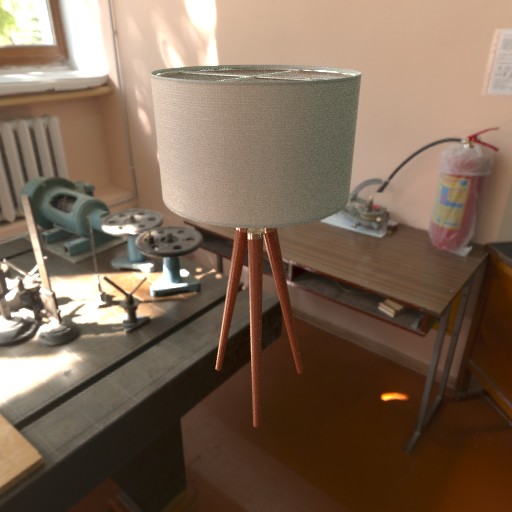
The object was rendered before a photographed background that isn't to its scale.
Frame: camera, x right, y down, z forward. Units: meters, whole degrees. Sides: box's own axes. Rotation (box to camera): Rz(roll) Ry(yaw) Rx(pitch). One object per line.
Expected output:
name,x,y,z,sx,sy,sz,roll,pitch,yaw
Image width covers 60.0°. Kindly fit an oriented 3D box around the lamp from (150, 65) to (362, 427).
lamp,0.000,0.000,0.919,0.354,0.709,0.355,-8,28,-15
